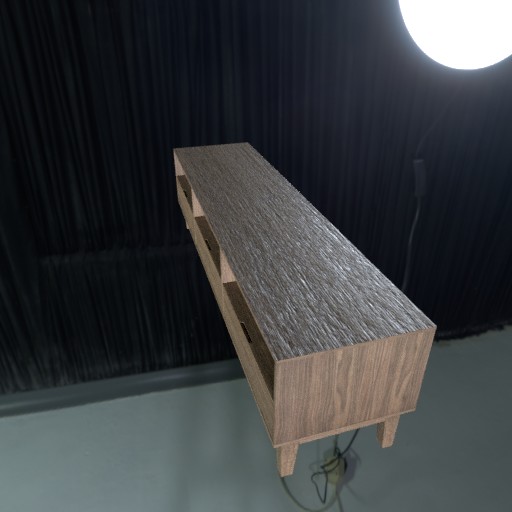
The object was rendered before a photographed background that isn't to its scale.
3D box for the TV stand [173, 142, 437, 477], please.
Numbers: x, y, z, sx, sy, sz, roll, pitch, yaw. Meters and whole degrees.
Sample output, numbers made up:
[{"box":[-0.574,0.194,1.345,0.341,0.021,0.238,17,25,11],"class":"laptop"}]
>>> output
[{"box":[0.000,0.000,1.626,0.366,0.409,1.482,-9,31,-15],"class":"TV stand"}]
